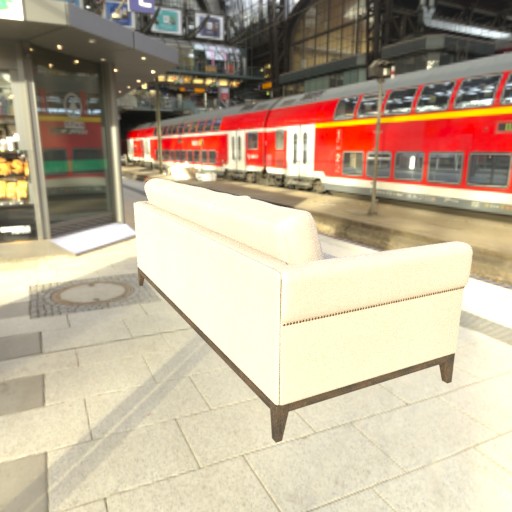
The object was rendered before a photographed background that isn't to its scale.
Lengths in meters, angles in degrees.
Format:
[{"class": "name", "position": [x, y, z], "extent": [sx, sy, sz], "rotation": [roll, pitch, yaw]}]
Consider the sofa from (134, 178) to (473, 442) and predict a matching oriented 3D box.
[{"class": "sofa", "position": [0.000, 0.000, 2.678], "extent": [0.959, 0.838, 2.210], "rotation": [-7, 16, -27]}]
